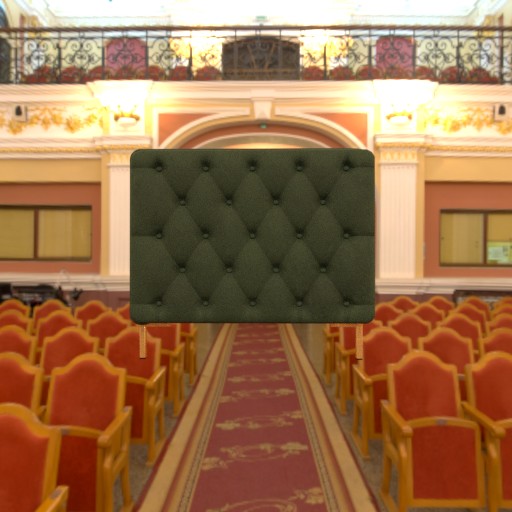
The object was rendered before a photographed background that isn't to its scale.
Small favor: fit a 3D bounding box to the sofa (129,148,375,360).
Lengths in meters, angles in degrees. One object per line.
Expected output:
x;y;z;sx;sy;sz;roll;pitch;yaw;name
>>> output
0.000;0.000;2.651;0.895;0.771;2.209;0;0;1;sofa
